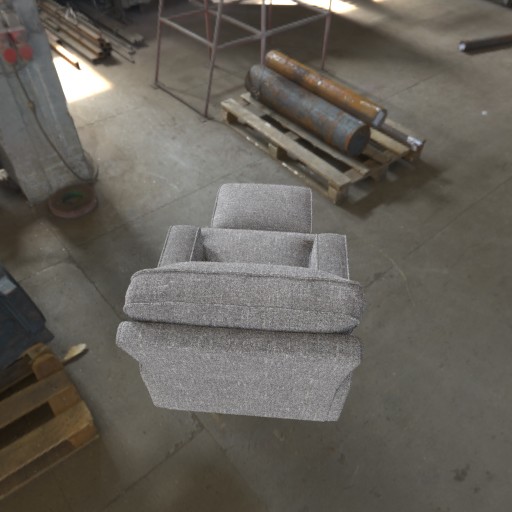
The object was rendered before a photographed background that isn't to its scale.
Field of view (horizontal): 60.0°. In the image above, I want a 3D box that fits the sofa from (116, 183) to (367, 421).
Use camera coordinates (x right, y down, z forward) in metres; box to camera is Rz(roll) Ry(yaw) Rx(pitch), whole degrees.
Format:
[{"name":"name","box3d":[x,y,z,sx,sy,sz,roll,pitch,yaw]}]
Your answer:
[{"name":"sofa","box3d":[0.000,0.000,2.079,0.861,0.959,1.472,3,46,3]}]
